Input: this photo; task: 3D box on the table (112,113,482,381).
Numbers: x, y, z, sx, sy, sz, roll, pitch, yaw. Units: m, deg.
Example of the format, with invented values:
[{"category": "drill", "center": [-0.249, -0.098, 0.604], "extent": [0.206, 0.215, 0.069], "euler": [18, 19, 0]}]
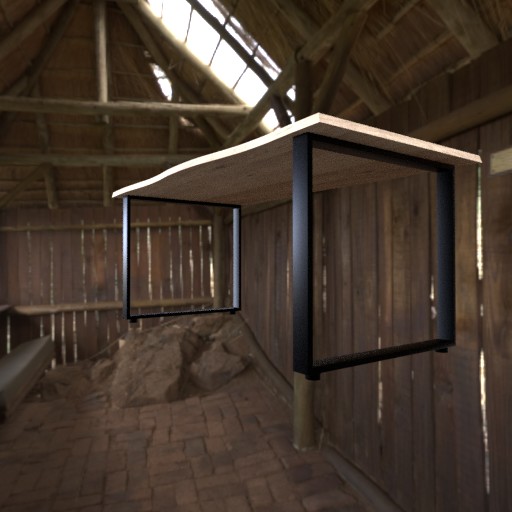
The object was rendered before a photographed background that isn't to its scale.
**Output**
[{"category": "table", "center": [0.000, 0.000, 2.209], "extent": [0.900, 0.780, 1.800], "euler": [0, -1, -36]}]
